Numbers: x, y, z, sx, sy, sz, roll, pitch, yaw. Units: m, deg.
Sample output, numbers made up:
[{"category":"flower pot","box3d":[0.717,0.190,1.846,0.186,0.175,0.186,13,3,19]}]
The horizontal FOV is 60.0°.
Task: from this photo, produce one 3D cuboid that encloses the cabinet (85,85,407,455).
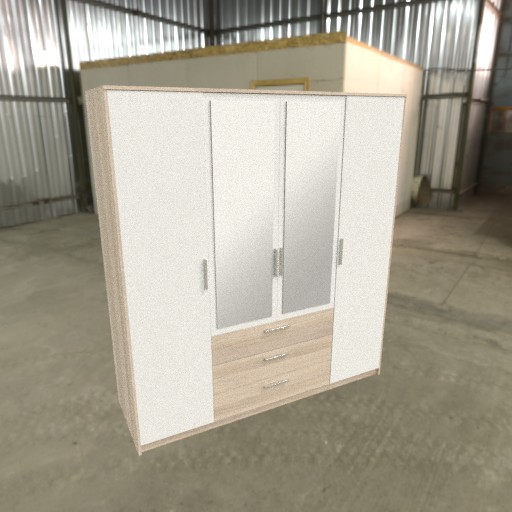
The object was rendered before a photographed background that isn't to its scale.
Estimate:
[{"category":"cabinet","box3d":[0.000,0.000,2.979,1.870,2.060,0.620,-9,20,-26]}]
